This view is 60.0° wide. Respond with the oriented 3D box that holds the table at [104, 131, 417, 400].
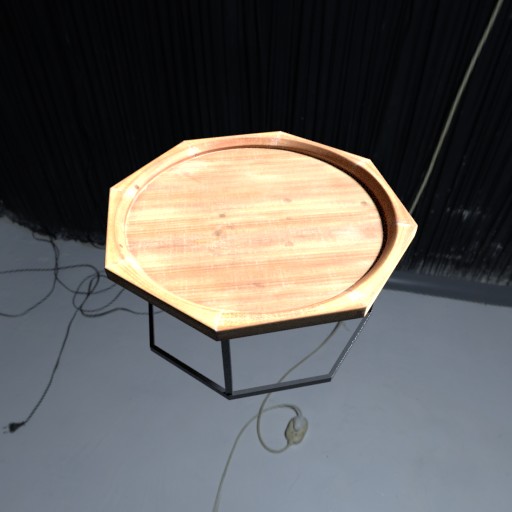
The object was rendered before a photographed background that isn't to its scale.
[{"bbox_3d":[0.000,0.000,1.569,1.002,0.444,1.002,0,44,0],"label":"table"}]
